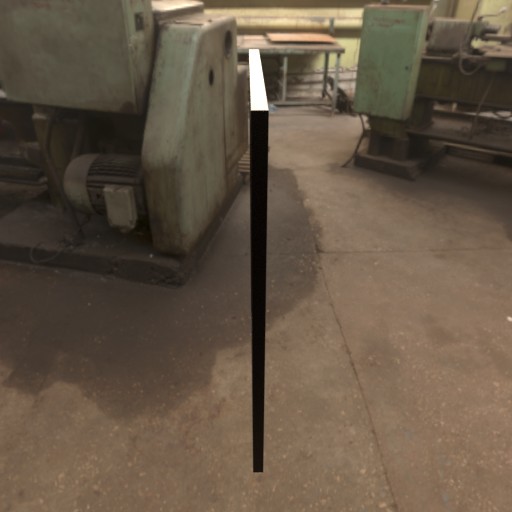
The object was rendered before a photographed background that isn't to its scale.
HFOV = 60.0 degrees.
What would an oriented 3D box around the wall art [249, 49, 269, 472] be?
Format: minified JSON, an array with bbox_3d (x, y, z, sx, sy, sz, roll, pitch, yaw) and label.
[{"bbox_3d":[0.000,0.000,0.840,0.019,0.656,0.462,-1,32,-1],"label":"wall art"}]
